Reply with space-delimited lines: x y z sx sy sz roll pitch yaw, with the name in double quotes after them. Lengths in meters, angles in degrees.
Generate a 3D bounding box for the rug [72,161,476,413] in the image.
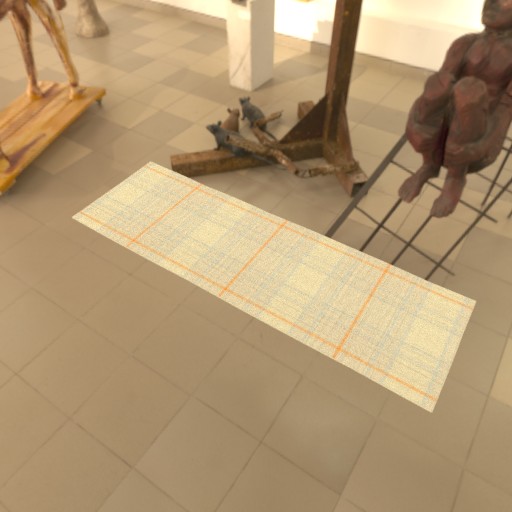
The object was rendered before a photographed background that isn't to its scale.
0.000 0.000 2.716 2.442 0.016 0.770 26 52 22 "rug"
